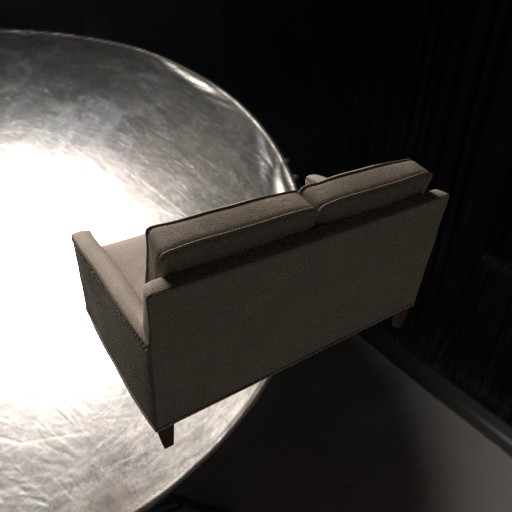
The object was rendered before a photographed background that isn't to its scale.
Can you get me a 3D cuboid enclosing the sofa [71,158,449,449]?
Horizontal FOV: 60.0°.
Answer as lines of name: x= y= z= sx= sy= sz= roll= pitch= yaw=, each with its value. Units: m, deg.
sofa: x=0.000 y=0.000 z=2.286 sx=1.597 sy=1.003 sz=1.084 roll=-18 pitch=35 yaw=-28
